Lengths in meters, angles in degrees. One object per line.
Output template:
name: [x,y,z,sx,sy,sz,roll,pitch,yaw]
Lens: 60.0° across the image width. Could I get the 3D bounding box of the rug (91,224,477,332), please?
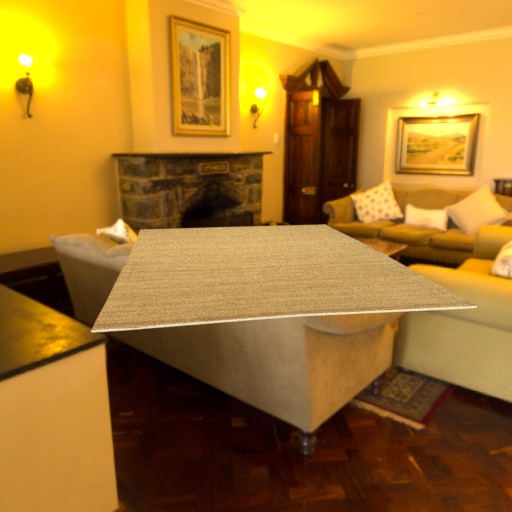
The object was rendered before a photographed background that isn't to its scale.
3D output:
rug: [0.000,0.000,4.239,2.434,0.045,3.202,-2,14,-9]
